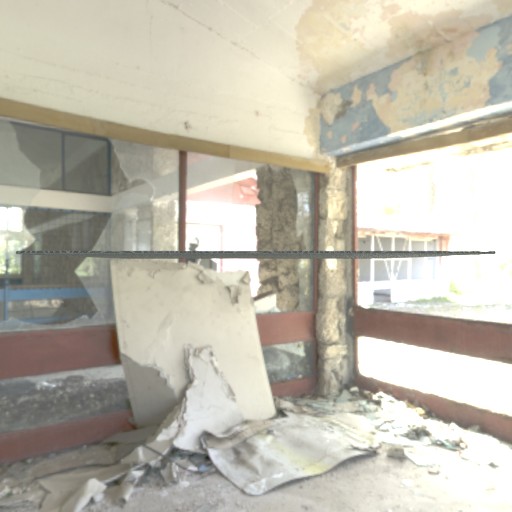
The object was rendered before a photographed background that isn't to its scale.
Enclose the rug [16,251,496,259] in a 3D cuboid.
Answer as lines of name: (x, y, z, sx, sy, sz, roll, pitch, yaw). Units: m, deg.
rug: (0.000, 0.000, 4.022, 3.042, 0.021, 2.456, 0, -1, 0)
